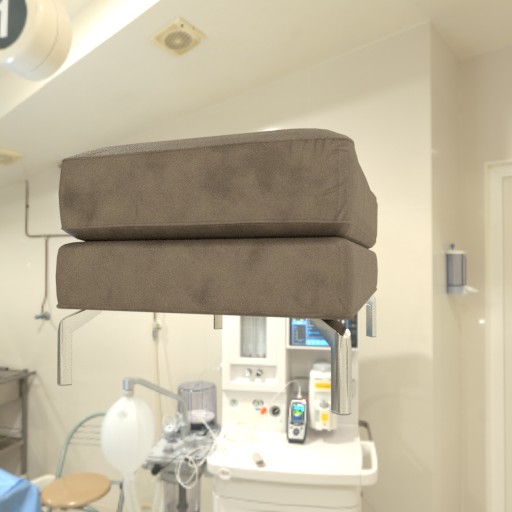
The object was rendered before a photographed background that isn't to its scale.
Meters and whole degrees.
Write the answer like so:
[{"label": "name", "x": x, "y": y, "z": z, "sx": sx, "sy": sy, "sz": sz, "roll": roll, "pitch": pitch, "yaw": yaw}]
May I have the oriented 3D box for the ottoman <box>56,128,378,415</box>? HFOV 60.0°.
[{"label": "ottoman", "x": 0.000, "y": 0.000, "z": 1.030, "sx": 0.520, "sy": 0.456, "sz": 0.719, "roll": 0, "pitch": -1, "yaw": 18}]
